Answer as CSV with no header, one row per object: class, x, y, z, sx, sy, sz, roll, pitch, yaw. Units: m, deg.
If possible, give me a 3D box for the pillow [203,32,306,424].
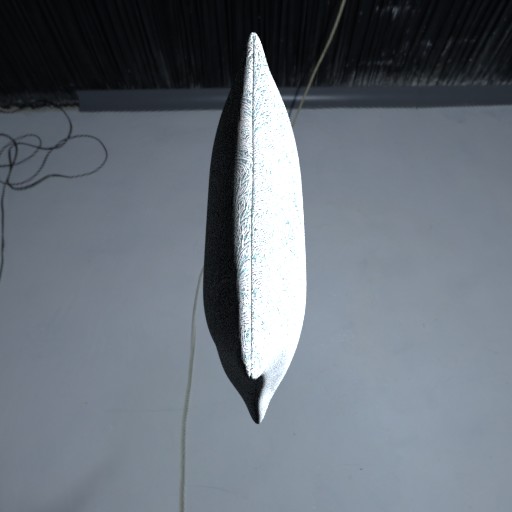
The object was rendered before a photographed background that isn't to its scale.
pillow,0.000,0.000,0.798,0.166,0.507,0.526,0,64,0
